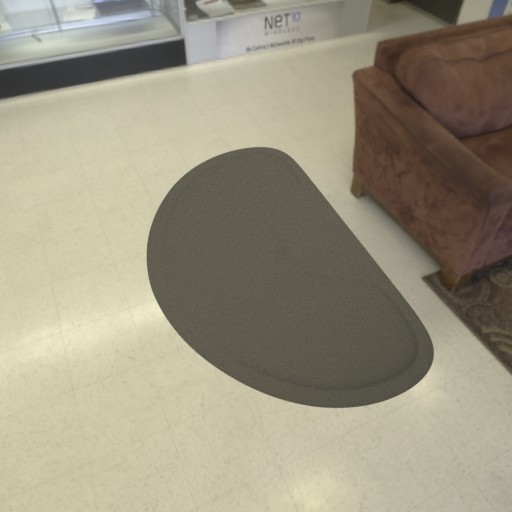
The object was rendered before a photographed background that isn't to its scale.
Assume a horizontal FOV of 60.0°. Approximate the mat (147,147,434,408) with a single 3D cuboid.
[{"bbox_3d":[0.000,0.000,1.903,0.913,0.013,1.524,-17,50,-15],"label":"mat"}]
